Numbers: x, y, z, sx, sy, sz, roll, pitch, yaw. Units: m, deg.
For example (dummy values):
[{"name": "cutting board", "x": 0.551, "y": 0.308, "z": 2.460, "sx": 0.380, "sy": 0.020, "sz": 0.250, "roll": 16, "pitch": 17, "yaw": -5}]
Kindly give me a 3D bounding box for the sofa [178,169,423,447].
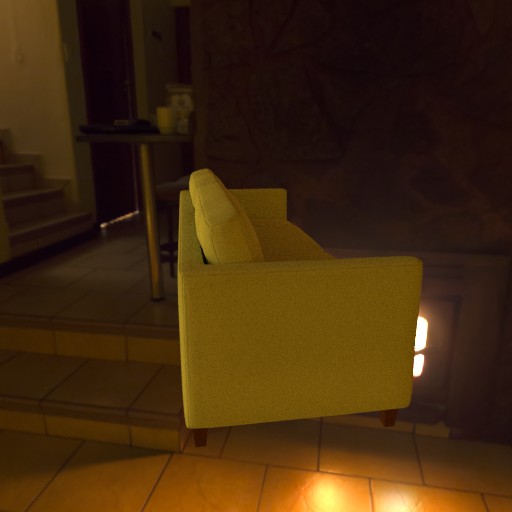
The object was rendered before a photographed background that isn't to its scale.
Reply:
[{"name": "sofa", "x": 0.000, "y": 0.000, "z": 2.809, "sx": 0.948, "sy": 0.965, "sz": 2.434, "roll": -2, "pitch": 15, "yaw": -9}]
